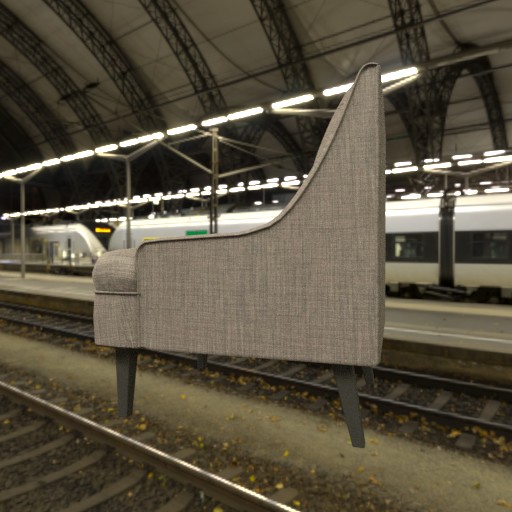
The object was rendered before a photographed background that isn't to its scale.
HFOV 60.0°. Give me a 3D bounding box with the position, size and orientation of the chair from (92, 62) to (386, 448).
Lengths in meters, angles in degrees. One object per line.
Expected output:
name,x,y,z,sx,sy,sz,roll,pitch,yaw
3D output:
chair,0.000,0.000,1.394,0.771,0.891,0.655,0,1,17
